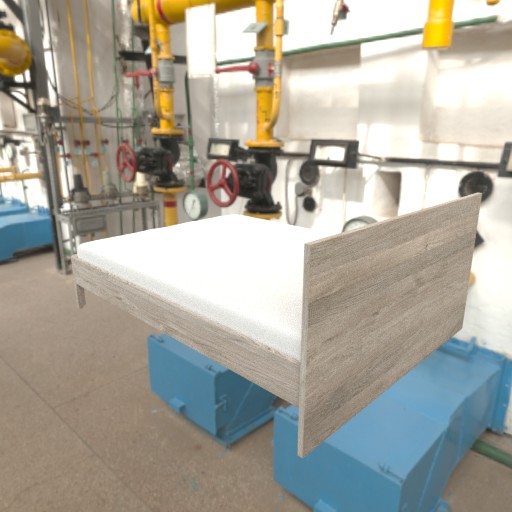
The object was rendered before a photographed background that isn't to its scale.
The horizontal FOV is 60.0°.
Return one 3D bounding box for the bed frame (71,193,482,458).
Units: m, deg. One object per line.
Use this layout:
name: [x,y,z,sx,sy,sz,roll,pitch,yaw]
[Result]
bed frame: [0.000,0.000,2.651,1.950,0.800,1.490,16,23,42]
